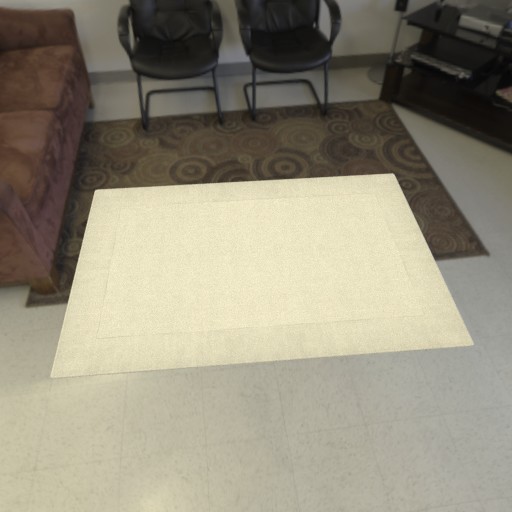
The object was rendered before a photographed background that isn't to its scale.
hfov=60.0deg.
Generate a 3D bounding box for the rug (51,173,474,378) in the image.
[{"bbox_3d":[0.000,0.000,2.304,1.829,0.013,1.219,-4,48,-3],"label":"rug"}]
